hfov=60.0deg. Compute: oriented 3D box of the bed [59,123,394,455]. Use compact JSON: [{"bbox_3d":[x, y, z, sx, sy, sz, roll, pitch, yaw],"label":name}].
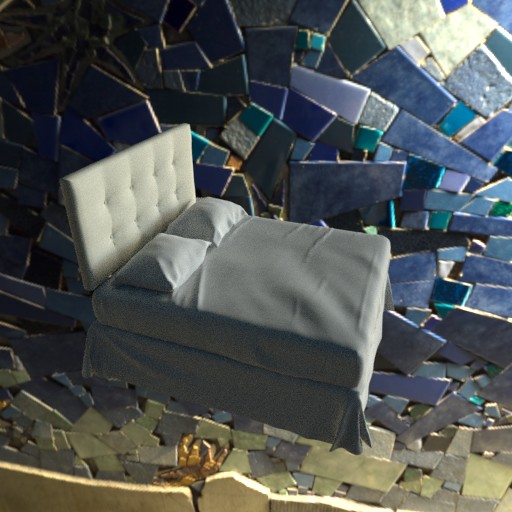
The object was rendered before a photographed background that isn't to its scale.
[{"bbox_3d":[0.000,0.000,3.516,2.222,1.577,1.936,10,31,18],"label":"bed"}]
